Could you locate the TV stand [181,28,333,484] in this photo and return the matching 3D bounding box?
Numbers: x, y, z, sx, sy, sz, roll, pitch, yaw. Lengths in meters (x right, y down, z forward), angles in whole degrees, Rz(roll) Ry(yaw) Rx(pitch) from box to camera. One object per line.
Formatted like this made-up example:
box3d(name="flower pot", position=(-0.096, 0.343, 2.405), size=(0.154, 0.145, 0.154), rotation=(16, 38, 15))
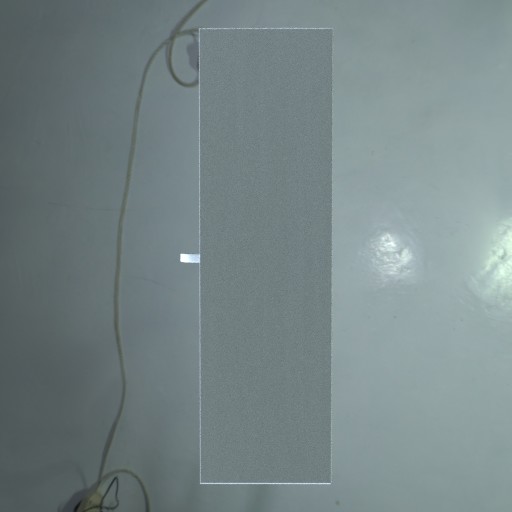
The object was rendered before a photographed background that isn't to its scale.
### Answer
box3d(name="TV stand", position=(0.000, 0.000, 1.465), size=(0.424, 0.624, 1.187), rotation=(0, 91, 0))
